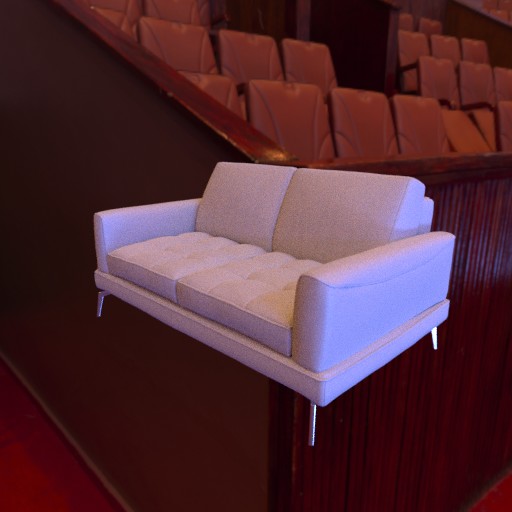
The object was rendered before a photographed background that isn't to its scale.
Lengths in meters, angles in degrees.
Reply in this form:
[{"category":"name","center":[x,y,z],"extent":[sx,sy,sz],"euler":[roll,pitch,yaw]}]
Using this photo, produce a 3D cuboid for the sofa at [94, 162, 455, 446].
[{"category":"sofa","center":[0.000,0.000,2.465],"extent":[1.121,0.930,1.819],"euler":[-15,22,-43]}]
